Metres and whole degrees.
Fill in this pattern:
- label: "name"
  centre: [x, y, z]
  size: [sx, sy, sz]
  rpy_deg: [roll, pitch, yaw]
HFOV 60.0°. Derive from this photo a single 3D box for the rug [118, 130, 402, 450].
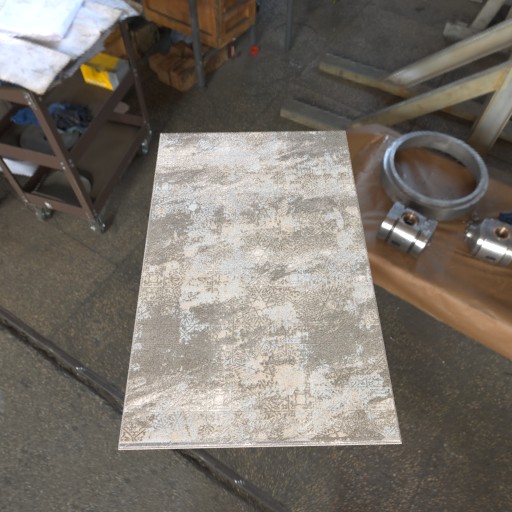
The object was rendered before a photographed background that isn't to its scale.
- label: "rug"
  centre: [0.000, 0.000, 3.041]
  size: [1.536, 0.012, 2.431]
  rpy_deg: [-1, 58, -1]
